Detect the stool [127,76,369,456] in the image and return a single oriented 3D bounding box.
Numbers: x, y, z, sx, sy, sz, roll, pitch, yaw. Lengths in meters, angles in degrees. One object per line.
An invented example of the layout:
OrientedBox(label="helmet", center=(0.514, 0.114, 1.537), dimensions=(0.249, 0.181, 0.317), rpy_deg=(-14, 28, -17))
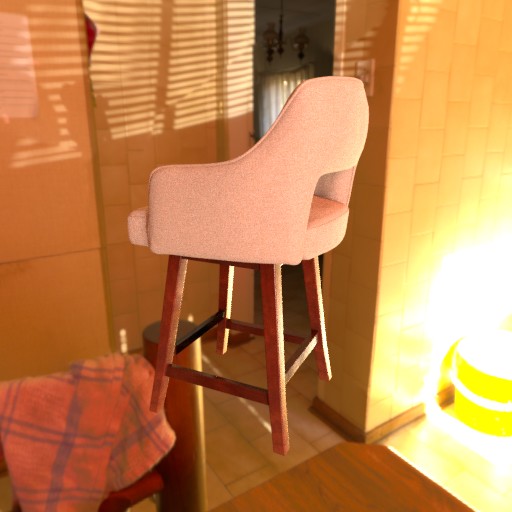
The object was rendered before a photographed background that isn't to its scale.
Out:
OrientedBox(label="stool", center=(0.000, 0.000, 1.286), dimensions=(0.560, 0.936, 0.550), rpy_deg=(8, 18, 25))
